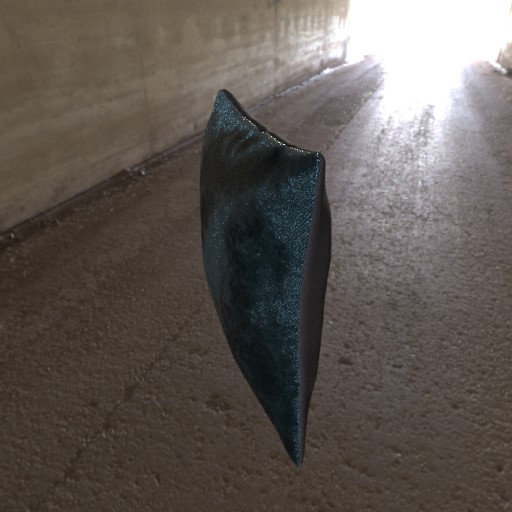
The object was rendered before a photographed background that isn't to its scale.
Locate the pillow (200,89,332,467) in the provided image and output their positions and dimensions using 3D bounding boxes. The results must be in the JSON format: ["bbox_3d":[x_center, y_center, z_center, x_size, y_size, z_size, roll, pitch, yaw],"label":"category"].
[{"bbox_3d":[0.000,0.000,0.674,0.138,0.430,0.436,-8,31,-14],"label":"pillow"}]
